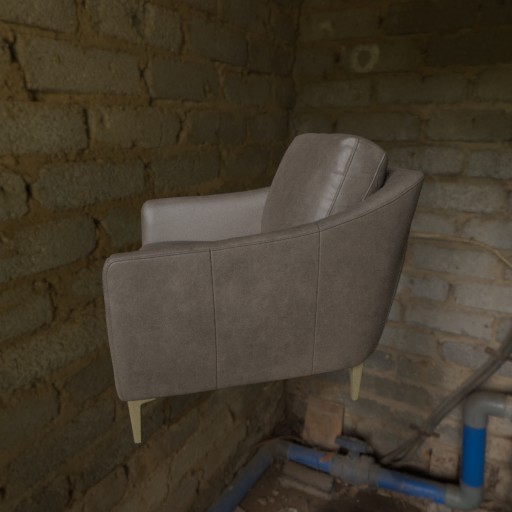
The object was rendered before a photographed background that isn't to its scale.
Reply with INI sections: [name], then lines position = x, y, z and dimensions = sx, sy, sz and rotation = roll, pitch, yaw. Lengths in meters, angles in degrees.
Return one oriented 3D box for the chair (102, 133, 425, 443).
[chair]
position = 0.000, 0.000, 1.688
dimensions = 0.961, 0.901, 0.988
rotation = -2, 16, -7
